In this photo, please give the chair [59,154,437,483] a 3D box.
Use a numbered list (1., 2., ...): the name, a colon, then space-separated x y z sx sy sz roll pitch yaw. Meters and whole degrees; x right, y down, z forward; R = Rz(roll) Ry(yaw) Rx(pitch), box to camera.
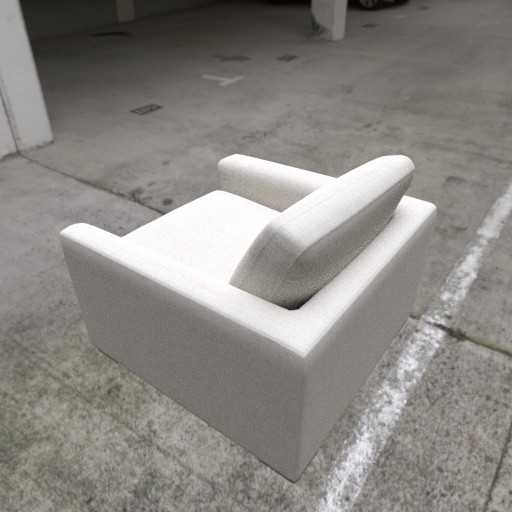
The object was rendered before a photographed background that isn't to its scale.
1. chair: 0.000 0.000 1.838 1.100 0.876 1.070 22 39 30
